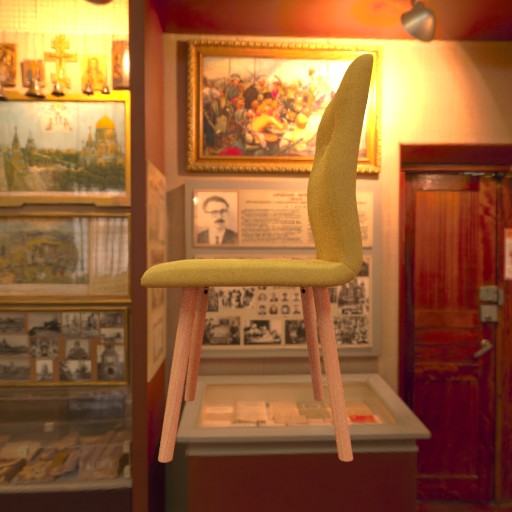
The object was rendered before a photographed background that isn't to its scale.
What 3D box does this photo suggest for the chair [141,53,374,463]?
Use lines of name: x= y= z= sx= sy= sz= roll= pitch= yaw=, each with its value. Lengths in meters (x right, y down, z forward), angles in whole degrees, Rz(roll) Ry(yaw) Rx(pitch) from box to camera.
chair: x=0.000 y=0.000 z=1.260 sx=0.550 sy=0.965 sz=0.450 roll=0 pitch=1 yaw=-1
